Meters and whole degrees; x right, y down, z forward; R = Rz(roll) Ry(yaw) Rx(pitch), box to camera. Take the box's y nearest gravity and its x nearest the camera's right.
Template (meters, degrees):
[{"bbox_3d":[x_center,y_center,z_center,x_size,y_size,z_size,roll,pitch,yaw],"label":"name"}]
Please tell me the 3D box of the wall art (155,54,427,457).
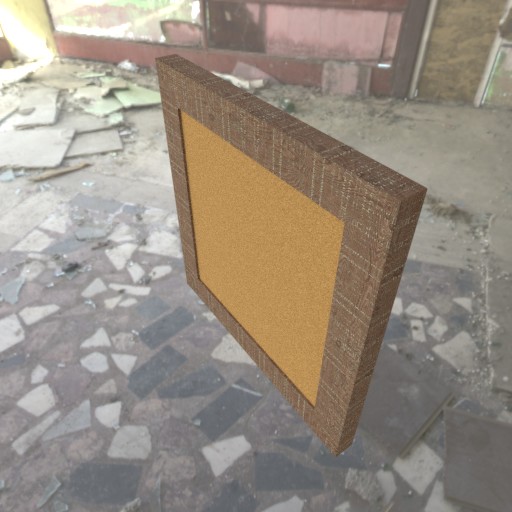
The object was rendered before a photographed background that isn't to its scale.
[{"bbox_3d":[0.000,0.000,0.768,0.040,0.531,0.531,-25,47,-26],"label":"wall art"}]
